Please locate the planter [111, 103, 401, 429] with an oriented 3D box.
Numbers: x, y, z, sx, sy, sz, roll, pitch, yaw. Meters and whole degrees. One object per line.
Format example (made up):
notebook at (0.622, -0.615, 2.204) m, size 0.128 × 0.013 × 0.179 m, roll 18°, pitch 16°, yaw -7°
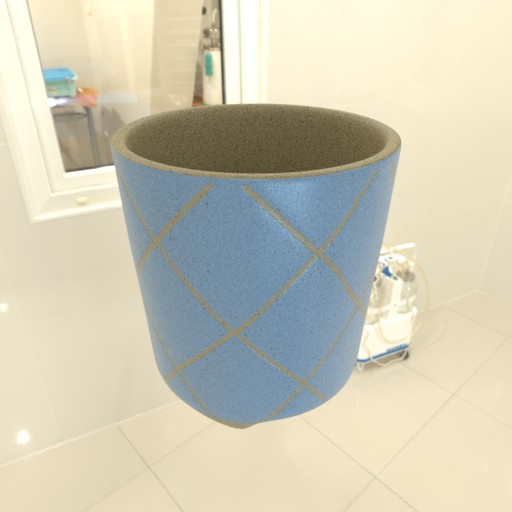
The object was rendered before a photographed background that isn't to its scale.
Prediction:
planter at (0.000, 0.000, 0.416) m, size 0.227 × 0.235 × 0.227 m, roll 0°, pitch 30°, yaw 0°
